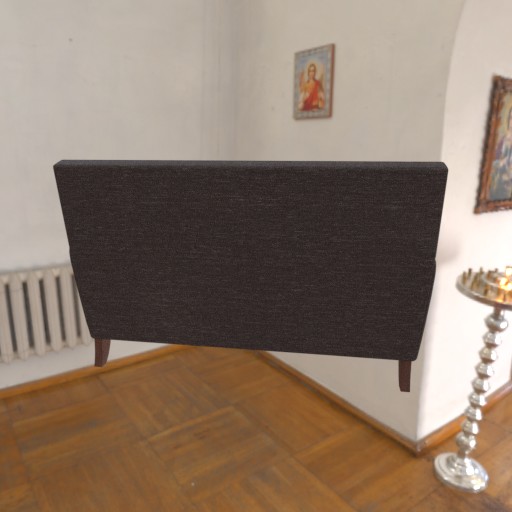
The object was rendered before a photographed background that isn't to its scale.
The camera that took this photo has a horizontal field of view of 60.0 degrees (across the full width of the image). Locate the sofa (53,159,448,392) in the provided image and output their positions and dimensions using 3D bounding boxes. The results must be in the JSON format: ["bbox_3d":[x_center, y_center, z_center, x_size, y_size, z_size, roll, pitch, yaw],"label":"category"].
[{"bbox_3d":[0.000,0.000,2.091,1.509,0.905,0.867,2,14,9],"label":"sofa"}]
